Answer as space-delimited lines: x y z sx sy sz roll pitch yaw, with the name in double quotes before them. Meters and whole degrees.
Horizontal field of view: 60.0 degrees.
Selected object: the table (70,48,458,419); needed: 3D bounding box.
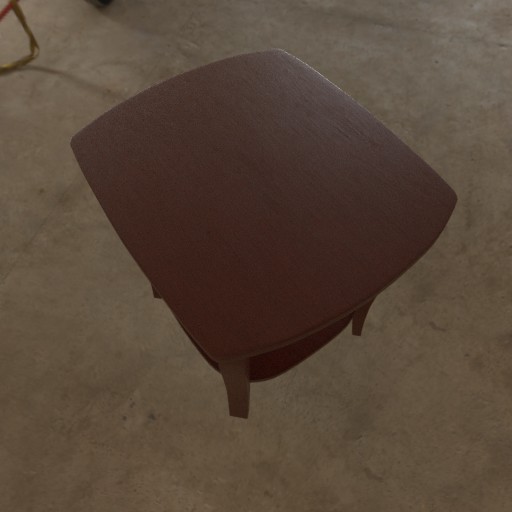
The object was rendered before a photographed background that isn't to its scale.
"table" 0.000 0.000 0.857 0.433 0.496 0.502 -31 63 -17
